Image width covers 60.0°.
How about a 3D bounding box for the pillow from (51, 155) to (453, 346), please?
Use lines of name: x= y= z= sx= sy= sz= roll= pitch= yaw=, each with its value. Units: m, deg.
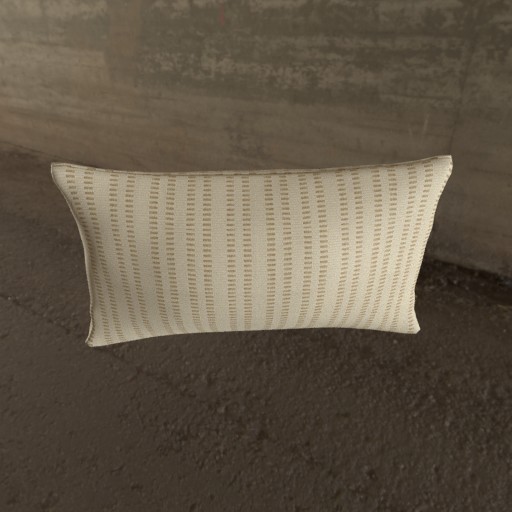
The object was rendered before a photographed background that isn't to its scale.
pillow: x=0.000 y=0.000 z=0.781 sx=0.640 sy=0.353 sz=0.210 roll=-2 pitch=29 yaw=-3
